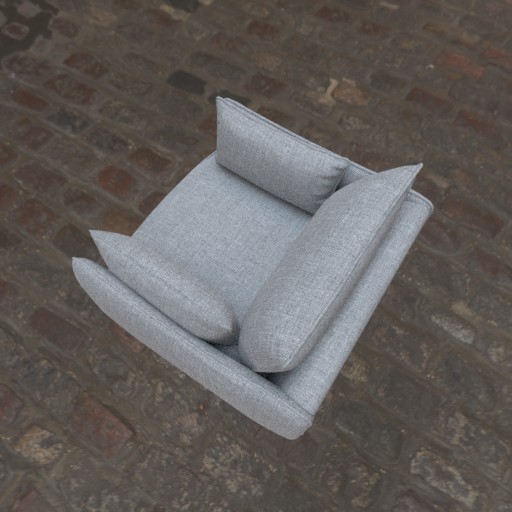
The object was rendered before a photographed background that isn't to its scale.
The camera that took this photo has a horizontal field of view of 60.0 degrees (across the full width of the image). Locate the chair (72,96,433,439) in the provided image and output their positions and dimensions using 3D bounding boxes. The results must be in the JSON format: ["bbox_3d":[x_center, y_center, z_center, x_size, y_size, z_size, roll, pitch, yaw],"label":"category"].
[{"bbox_3d":[0.000,0.000,1.717,0.976,0.839,0.993,31,67,15],"label":"chair"}]
